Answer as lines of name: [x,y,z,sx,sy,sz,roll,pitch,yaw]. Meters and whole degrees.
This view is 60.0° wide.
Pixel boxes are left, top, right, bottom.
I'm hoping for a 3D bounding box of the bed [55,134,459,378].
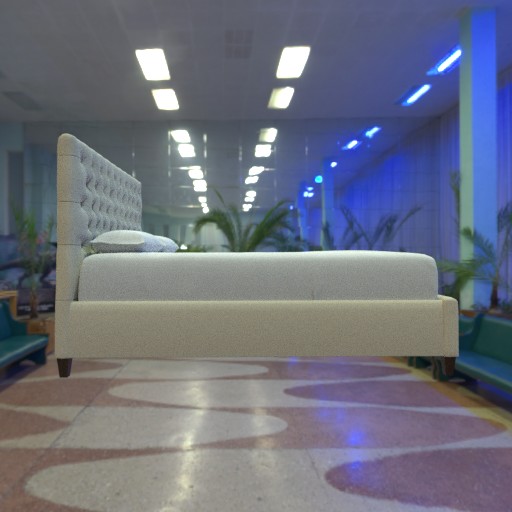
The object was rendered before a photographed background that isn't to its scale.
bed: [0.000,0.000,3.433,2.387,1.427,1.698,0,0,-1]
